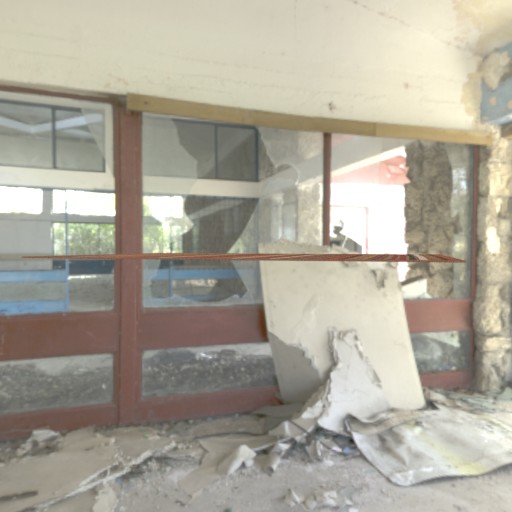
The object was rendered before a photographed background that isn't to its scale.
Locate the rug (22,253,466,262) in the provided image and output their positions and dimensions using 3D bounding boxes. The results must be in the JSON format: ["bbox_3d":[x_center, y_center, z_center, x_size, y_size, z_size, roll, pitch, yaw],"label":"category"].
[{"bbox_3d":[0.000,0.000,2.276,1.828,0.007,1.217,0,1,19],"label":"rug"}]
